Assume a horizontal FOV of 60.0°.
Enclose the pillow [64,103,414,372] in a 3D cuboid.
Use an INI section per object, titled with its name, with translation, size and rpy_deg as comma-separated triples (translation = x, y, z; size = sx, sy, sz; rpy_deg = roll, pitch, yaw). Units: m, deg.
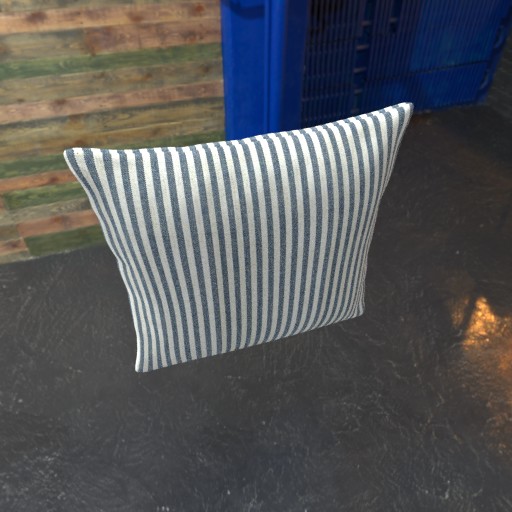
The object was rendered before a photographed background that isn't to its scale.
[pillow]
translation = 0.000, 0.000, 0.801
size = 0.523, 0.510, 0.166
rpy_deg = -12, 43, -13
